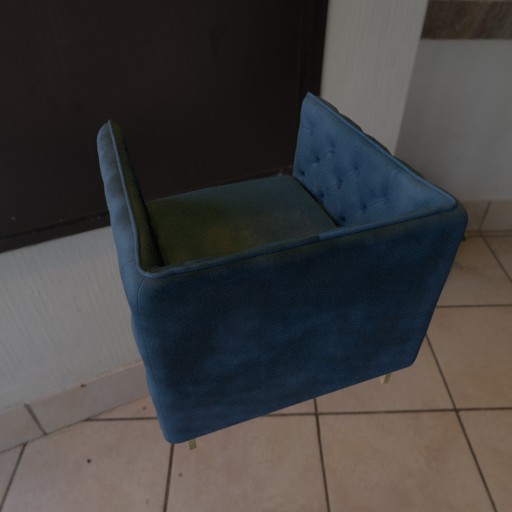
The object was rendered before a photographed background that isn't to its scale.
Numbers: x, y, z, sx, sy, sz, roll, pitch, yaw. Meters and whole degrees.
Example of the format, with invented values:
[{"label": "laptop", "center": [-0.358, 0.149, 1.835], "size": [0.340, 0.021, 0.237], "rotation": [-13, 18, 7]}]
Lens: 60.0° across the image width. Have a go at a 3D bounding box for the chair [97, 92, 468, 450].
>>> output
[{"label": "chair", "center": [0.000, 0.000, 1.510], "size": [0.868, 0.771, 0.877], "rotation": [-13, 42, -15]}]
